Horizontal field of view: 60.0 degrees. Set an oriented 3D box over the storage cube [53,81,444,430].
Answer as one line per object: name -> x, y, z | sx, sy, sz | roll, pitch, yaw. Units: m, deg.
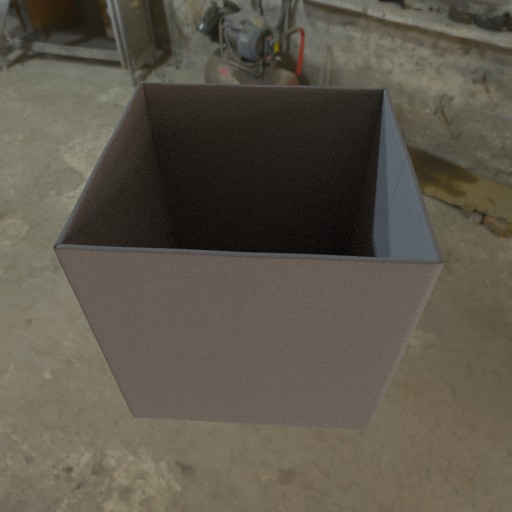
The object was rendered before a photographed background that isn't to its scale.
storage cube -> 0.000, 0.000, 0.490 | 0.270, 0.280, 0.270 | 2, 47, 2
